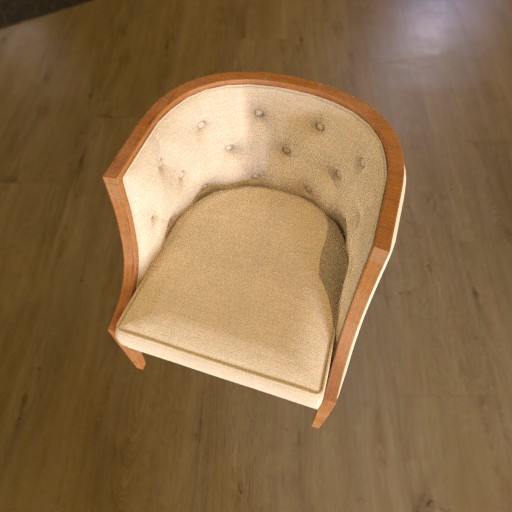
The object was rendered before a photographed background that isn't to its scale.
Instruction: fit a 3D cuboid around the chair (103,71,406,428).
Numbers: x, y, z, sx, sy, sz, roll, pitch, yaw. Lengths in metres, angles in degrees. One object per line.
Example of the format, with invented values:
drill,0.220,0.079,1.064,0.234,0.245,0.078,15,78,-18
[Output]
chair,0.000,0.000,1.385,0.711,0.775,0.757,16,60,9
